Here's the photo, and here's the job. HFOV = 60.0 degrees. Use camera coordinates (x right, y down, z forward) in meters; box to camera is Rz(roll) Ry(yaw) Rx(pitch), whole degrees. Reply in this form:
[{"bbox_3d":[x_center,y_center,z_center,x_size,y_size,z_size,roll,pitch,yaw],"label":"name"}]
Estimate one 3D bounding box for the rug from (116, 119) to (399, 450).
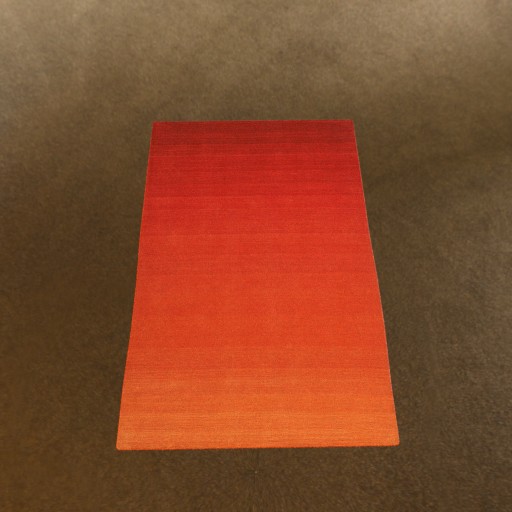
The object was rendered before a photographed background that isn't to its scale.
[{"bbox_3d":[0.000,0.000,2.305,1.230,0.018,1.835,-1,64,0],"label":"rug"}]
